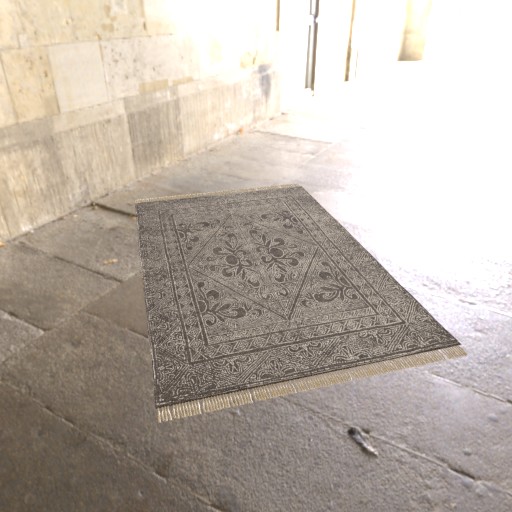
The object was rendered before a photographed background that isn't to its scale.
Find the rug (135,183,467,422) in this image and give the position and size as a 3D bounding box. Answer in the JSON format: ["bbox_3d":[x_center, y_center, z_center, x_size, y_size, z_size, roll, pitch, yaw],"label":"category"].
[{"bbox_3d":[0.000,0.000,3.020,1.529,0.010,2.440,-8,31,-13],"label":"rug"}]
